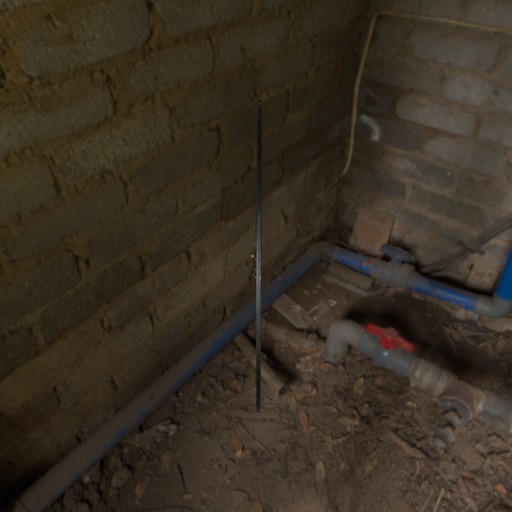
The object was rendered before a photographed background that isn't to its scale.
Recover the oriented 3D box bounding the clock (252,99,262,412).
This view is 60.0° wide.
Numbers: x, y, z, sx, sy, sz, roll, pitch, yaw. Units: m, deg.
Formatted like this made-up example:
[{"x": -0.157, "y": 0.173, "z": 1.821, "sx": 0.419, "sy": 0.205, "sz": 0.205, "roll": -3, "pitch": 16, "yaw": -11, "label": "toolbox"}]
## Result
[{"x": 0.000, "y": 0.000, "z": 1.267, "sx": 0.025, "sy": 0.843, "sz": 0.843, "roll": 0, "pitch": 41, "yaw": 0, "label": "clock"}]
